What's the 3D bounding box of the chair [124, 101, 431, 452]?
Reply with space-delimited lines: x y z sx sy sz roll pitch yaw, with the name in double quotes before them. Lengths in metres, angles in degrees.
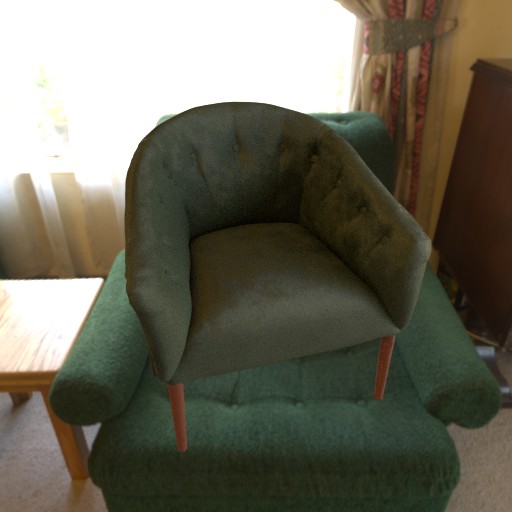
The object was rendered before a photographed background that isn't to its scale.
"chair" 0.000 0.000 1.519 0.851 0.885 0.776 -9 32 -15
